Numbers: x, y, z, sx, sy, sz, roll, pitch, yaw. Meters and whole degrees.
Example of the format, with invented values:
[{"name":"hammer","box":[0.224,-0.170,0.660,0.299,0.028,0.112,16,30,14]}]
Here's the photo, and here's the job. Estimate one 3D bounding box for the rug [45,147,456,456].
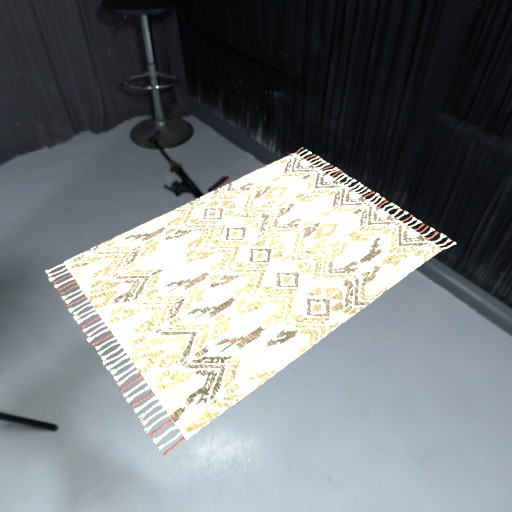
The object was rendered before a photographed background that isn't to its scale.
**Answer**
[{"name":"rug","box":[0.000,0.000,2.340,1.829,0.008,1.219,-30,53,-26]}]
